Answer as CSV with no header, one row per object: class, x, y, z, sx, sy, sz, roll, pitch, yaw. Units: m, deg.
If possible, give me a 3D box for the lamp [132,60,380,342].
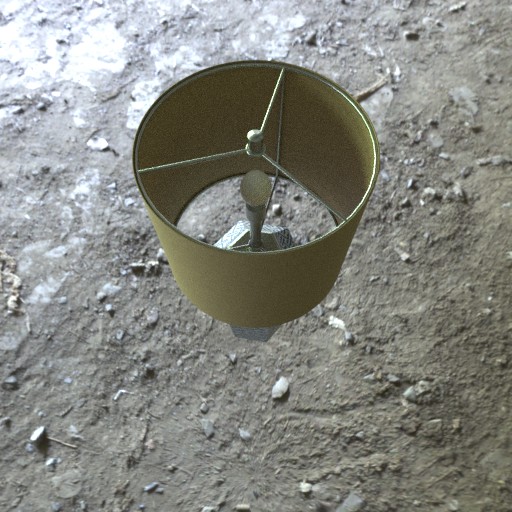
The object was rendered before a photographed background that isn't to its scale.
lamp,0.000,0.000,0.862,0.320,0.682,0.320,14,64,7
